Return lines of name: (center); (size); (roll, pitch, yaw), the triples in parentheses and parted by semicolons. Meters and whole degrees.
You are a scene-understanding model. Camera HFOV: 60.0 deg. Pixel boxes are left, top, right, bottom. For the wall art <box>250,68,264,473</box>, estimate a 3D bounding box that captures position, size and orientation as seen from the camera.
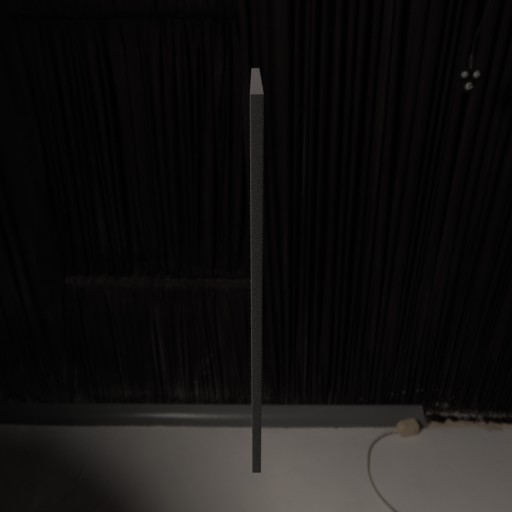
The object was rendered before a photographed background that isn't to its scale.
wall art: (0.000, 0.000, 0.712); (0.013, 0.534, 0.380); (0, 26, 0)
